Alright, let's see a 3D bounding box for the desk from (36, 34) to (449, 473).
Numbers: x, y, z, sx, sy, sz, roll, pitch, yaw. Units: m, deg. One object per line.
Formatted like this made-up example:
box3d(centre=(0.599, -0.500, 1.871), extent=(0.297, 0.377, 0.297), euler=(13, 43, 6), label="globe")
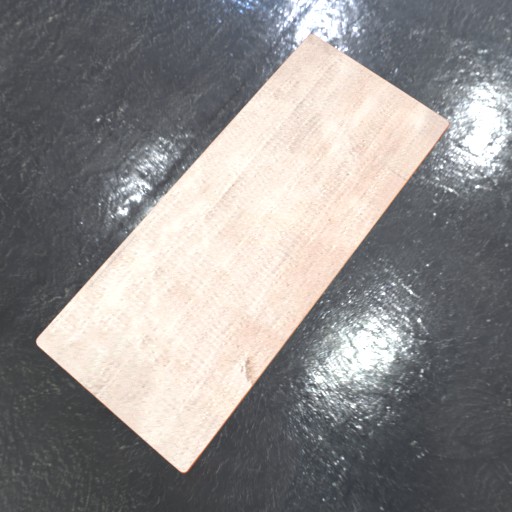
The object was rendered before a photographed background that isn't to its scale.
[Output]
box3d(centre=(0.000, 0.000, 1.731), extent=(0.574, 0.756, 1.353), euler=(37, 78, 9), label="desk")
